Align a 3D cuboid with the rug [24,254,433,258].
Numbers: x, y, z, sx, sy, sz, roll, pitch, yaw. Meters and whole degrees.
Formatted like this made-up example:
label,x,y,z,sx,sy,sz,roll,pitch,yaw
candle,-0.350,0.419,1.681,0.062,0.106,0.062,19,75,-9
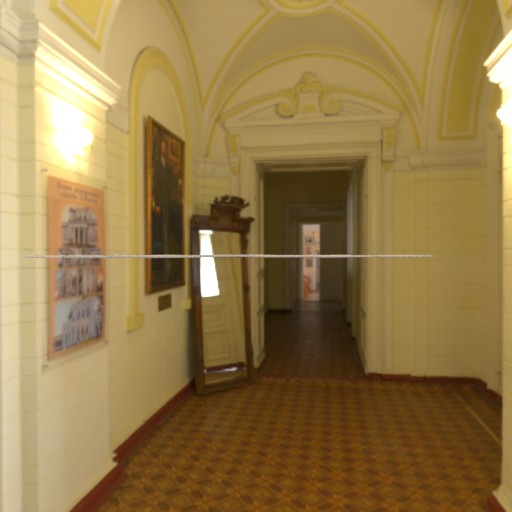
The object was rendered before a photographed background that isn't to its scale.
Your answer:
label,x,y,z,sx,sy,sz,roll,pitch,yaw
rug,0.000,0.000,2.670,2.383,0.018,0.857,0,0,-36
